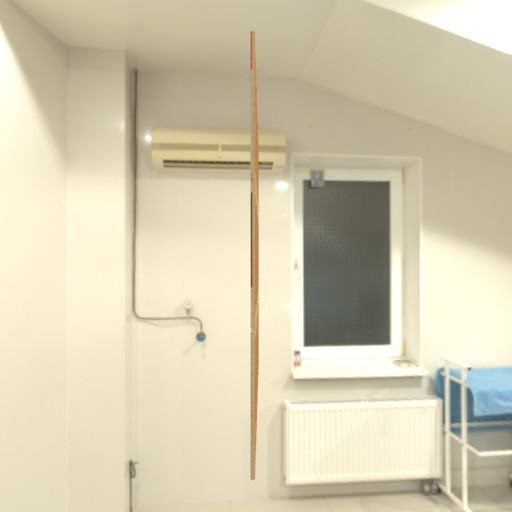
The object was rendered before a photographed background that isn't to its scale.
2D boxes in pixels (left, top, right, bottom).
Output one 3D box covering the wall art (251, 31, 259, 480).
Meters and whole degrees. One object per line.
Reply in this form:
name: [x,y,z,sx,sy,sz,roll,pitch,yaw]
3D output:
wall art: [0.000,0.000,1.812,0.013,1.220,1.216,0,0,1]
